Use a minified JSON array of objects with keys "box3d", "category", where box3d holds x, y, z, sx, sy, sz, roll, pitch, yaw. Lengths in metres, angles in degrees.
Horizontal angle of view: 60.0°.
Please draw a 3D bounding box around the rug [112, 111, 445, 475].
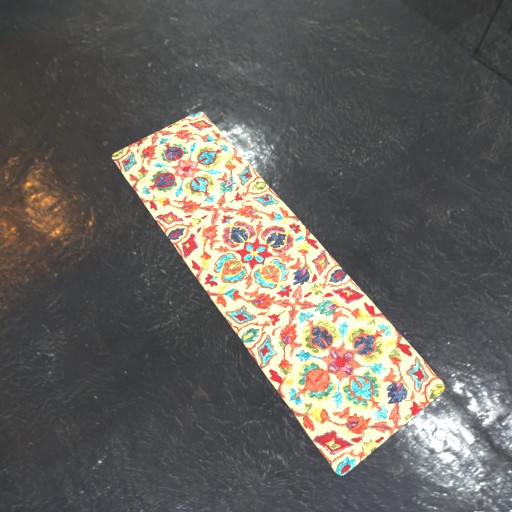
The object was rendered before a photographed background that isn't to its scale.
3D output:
[{"box3d":[0.000,0.000,2.508,0.693,0.016,2.273,-32,67,-16],"category":"rug"}]
